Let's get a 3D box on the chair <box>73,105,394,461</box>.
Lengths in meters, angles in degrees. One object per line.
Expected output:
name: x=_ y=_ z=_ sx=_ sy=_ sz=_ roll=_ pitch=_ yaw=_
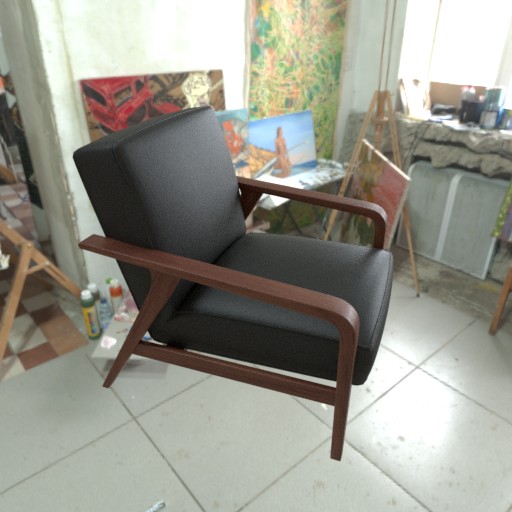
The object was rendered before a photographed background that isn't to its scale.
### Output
chair: x=0.000 y=0.000 z=1.480 sx=0.889 sy=0.861 sz=0.719 roll=10 pitch=30 yaw=18
